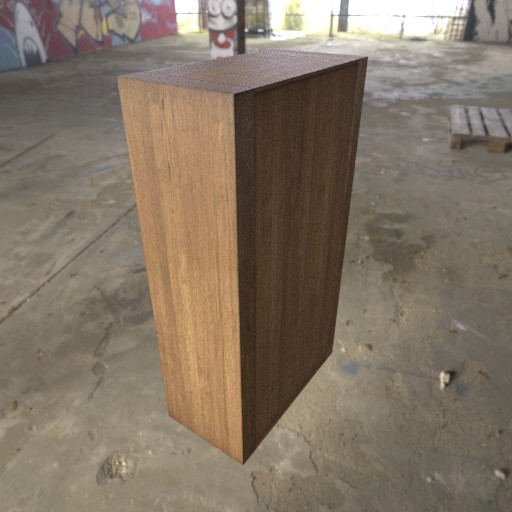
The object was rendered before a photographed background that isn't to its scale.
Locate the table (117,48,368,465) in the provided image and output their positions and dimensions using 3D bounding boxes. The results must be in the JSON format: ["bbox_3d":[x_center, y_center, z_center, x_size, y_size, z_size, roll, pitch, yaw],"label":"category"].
[{"bbox_3d":[0.000,0.000,2.500,0.600,2.000,1.100,20,37,29],"label":"table"}]
